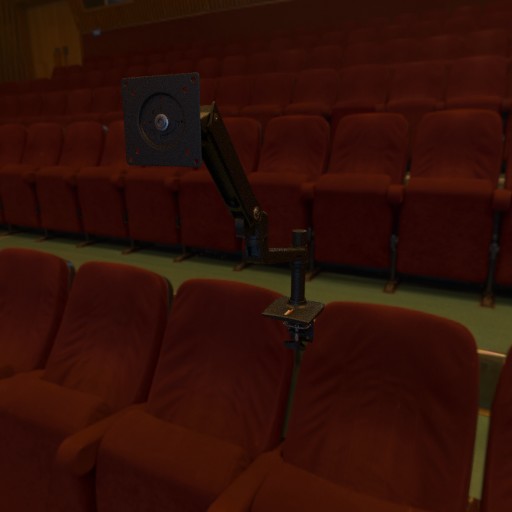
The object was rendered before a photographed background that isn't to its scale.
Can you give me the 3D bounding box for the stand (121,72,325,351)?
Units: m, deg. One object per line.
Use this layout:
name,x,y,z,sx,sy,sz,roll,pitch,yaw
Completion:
stand,0.000,0.000,1.037,0.152,0.713,0.650,7,16,26
